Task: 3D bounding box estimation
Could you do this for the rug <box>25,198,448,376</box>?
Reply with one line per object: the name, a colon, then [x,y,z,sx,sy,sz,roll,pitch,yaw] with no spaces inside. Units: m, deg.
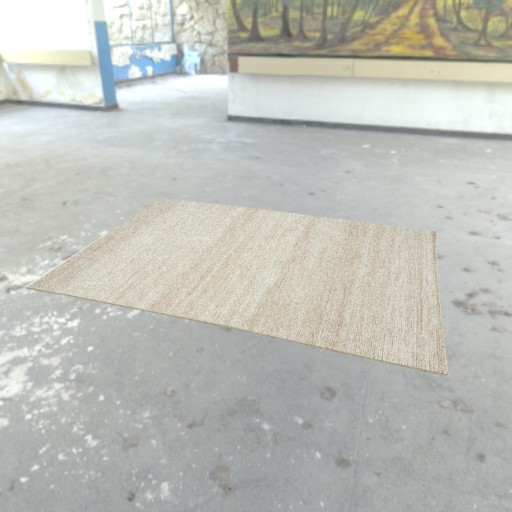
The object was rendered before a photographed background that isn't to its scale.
rug: [0.000,0.000,2.898,2.283,0.030,1.596,9,28,17]
